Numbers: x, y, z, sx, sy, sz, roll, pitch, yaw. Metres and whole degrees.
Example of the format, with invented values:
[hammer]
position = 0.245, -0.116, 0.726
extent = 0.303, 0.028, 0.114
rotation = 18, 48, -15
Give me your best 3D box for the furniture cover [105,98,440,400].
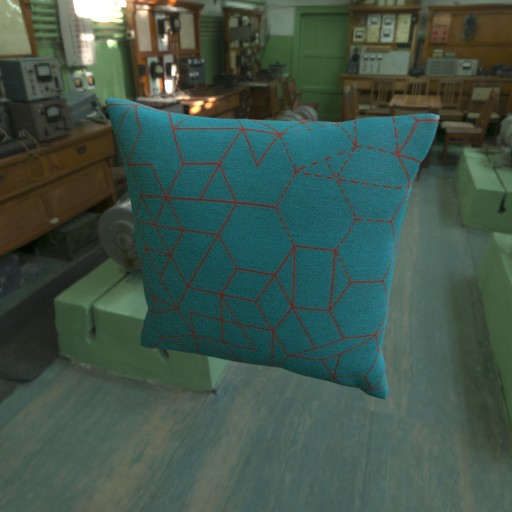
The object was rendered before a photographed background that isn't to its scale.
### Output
[furniture cover]
position = 0.000, 0.000, 0.776
extent = 0.517, 0.508, 0.158
rotation = 8, 28, 15
